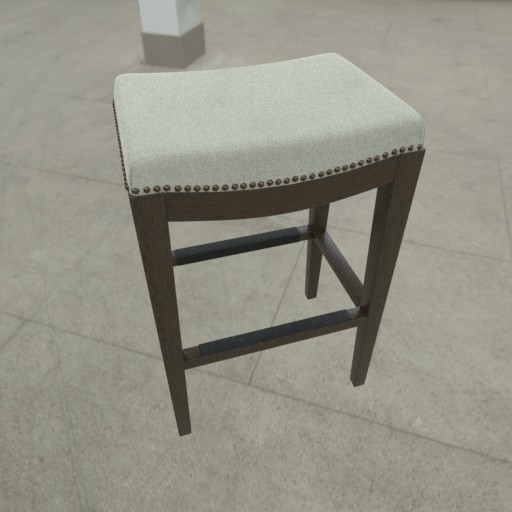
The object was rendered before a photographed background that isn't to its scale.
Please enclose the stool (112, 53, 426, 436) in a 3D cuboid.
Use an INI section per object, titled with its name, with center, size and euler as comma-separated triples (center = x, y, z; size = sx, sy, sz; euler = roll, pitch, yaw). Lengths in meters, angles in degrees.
[stool]
center = 0.000, 0.000, 1.012
size = 0.498, 0.759, 0.358
euler = -11, 43, -13
